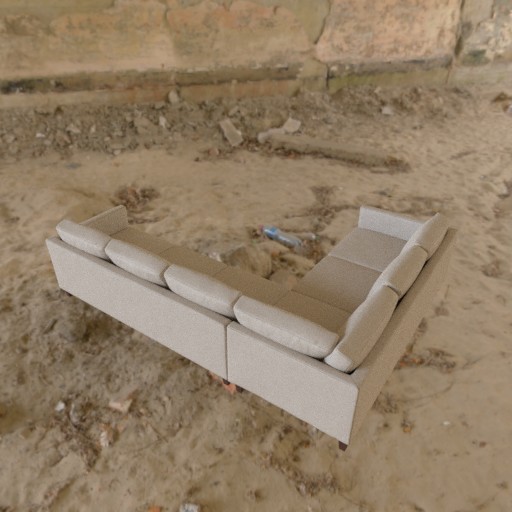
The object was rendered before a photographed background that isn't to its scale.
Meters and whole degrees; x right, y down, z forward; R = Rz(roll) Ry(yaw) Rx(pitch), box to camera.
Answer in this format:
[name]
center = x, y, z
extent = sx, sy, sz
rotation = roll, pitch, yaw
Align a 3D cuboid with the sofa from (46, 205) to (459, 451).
[sofa]
center = 0.000, 0.000, 4.388
extent = 3.182, 0.863, 2.432
rotation = 20, 38, 29
